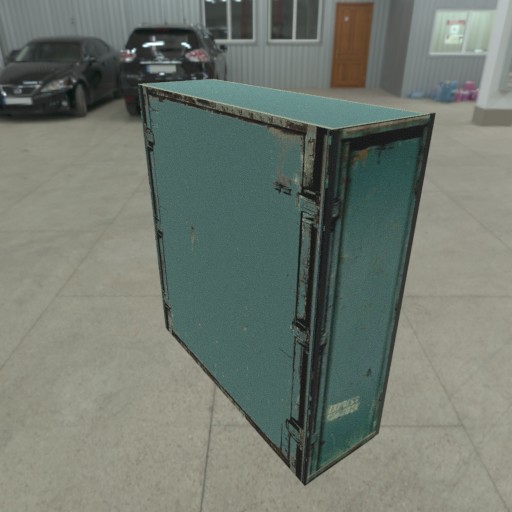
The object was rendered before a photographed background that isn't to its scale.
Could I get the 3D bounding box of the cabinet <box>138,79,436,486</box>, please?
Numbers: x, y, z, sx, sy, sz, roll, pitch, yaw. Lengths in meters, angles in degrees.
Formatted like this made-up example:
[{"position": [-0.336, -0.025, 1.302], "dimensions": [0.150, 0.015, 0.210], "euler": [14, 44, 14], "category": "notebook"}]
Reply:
[{"position": [0.000, 0.000, 3.148], "dimensions": [0.680, 2.160, 2.000], "euler": [-18, 32, -31], "category": "cabinet"}]
